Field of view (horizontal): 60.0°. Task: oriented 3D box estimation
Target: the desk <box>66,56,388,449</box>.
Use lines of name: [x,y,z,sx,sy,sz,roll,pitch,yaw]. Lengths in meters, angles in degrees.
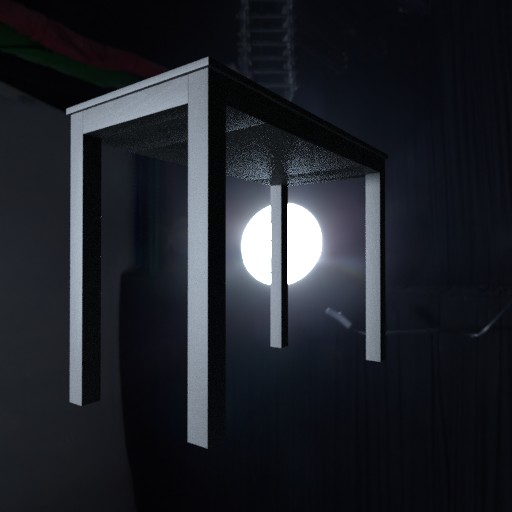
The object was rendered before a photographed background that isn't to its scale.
desk: [0.000,0.000,1.402,0.499,0.762,0.991,0,-1,36]
